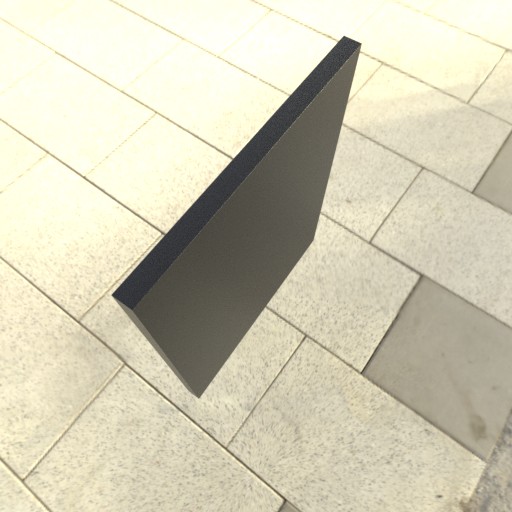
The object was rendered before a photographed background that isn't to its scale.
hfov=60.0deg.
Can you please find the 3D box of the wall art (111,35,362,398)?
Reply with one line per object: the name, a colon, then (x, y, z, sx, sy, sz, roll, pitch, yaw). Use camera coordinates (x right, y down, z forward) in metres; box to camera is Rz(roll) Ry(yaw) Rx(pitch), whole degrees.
wall art: (0.000, 0.000, 0.763, 0.028, 0.557, 0.457, 32, 68, 15)
